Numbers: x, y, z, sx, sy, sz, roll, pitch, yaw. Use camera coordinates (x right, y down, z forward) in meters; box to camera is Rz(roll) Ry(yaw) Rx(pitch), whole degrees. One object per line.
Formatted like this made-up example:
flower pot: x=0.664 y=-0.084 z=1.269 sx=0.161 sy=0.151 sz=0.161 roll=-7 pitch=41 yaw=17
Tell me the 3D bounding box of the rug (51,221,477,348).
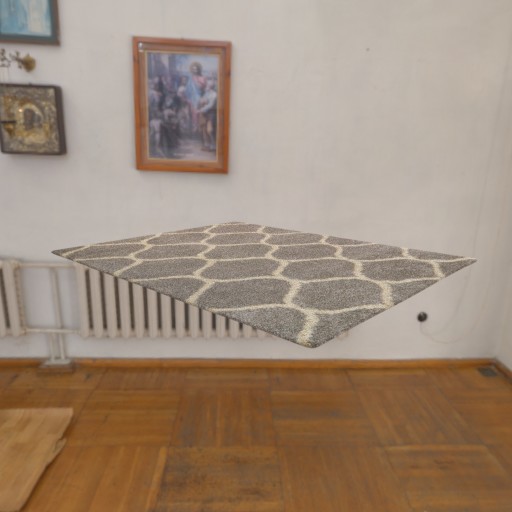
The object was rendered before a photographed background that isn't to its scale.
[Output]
rug: x=0.000 y=0.000 z=3.963 sx=3.000 sy=0.026 sz=2.399 roll=12 pitch=18 yaw=42
